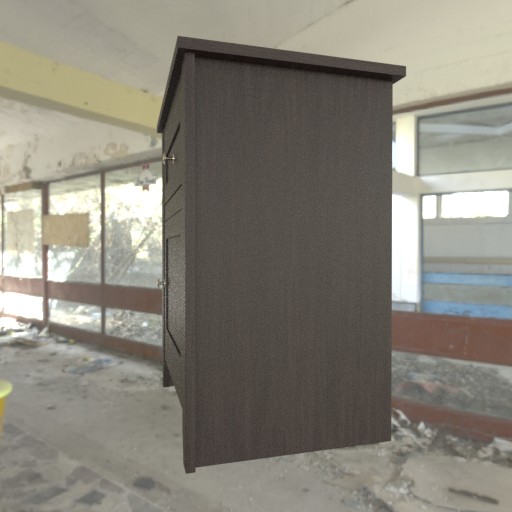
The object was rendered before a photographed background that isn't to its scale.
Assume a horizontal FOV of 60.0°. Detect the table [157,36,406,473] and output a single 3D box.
[{"bbox_3d":[0.000,0.000,0.917,0.381,0.635,0.480,0,1,-16],"label":"table"}]
